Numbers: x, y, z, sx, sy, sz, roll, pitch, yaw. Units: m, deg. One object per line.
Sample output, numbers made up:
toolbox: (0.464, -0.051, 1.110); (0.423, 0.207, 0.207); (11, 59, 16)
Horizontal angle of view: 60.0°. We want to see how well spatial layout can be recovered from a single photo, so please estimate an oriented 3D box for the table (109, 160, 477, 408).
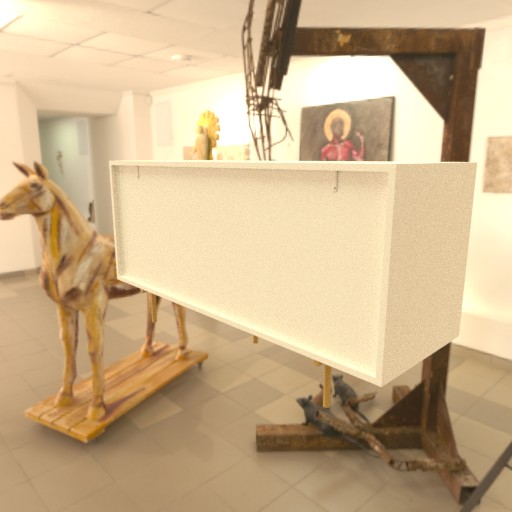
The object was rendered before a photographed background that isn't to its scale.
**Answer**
table: (0.000, 0.000, 1.842); (0.508, 0.769, 1.500); (-12, 17, -42)
